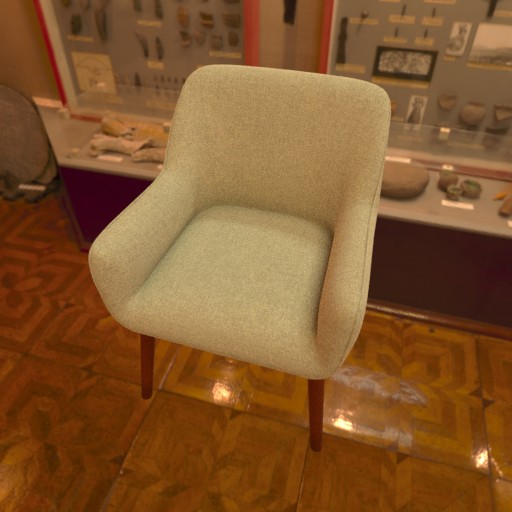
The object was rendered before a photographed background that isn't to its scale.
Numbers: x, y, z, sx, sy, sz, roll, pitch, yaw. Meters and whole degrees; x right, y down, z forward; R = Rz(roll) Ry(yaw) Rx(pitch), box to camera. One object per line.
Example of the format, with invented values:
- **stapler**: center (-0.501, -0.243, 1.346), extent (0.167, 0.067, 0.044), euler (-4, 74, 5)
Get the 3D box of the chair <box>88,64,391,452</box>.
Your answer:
- **chair**: center (0.000, 0.000, 1.217), extent (0.610, 0.813, 0.610), euler (12, 43, 13)
